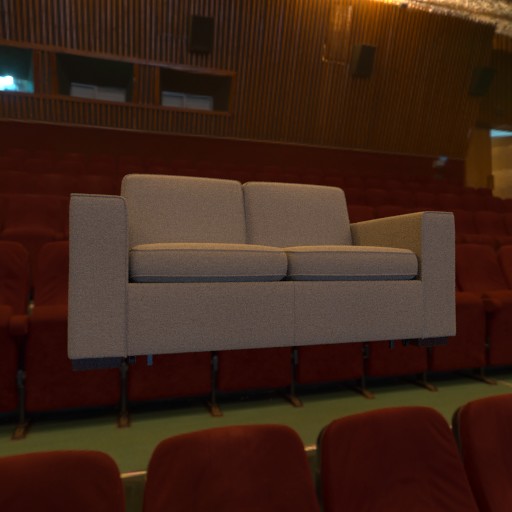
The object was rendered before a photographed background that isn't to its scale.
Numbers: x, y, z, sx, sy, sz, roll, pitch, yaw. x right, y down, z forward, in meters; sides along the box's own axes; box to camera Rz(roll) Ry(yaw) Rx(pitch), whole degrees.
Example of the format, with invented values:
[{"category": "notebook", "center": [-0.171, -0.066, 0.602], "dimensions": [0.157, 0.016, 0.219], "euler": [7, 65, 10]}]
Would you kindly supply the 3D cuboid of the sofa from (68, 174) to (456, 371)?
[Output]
[{"category": "sofa", "center": [0.000, 0.000, 2.404], "dimensions": [1.812, 0.924, 1.007], "euler": [1, -2, -19]}]
